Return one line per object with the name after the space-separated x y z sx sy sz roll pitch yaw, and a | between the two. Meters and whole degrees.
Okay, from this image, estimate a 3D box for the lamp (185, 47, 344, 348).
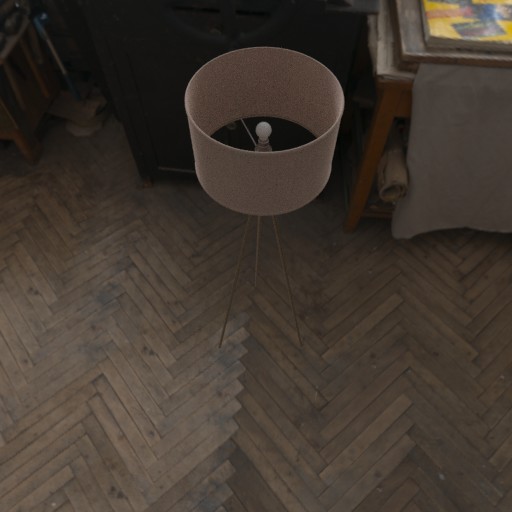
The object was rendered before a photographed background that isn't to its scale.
0.000 0.000 1.788 0.460 1.545 0.449 -30 63 -17 | lamp
